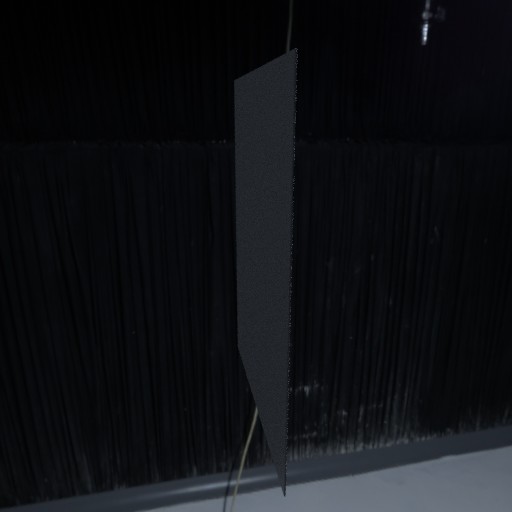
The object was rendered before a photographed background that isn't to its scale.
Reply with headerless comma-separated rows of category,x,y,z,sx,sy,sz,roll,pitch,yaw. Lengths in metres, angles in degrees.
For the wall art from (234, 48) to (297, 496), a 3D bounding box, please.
wall art,0.000,0.000,0.782,0.003,0.609,0.457,-3,18,-10
